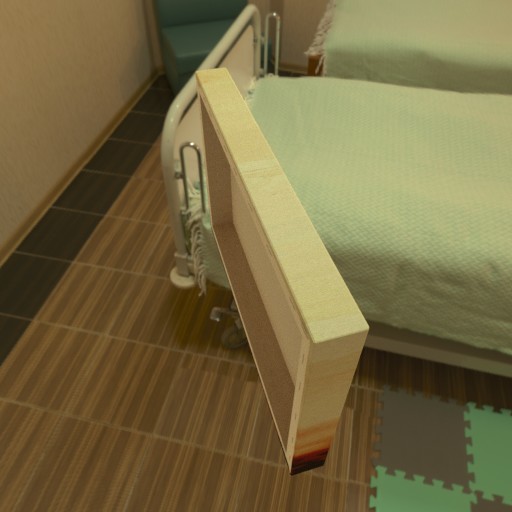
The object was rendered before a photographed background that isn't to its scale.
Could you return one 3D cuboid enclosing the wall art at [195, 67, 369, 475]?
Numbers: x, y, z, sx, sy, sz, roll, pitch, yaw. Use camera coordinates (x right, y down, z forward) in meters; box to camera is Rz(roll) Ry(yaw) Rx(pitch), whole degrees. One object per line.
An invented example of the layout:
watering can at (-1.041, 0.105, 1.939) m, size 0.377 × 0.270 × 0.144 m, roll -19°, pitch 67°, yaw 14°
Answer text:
wall art at (0.000, 0.000, 0.488) m, size 0.037 × 0.251 × 0.383 m, roll -12°, pitch 48°, yaw -11°
